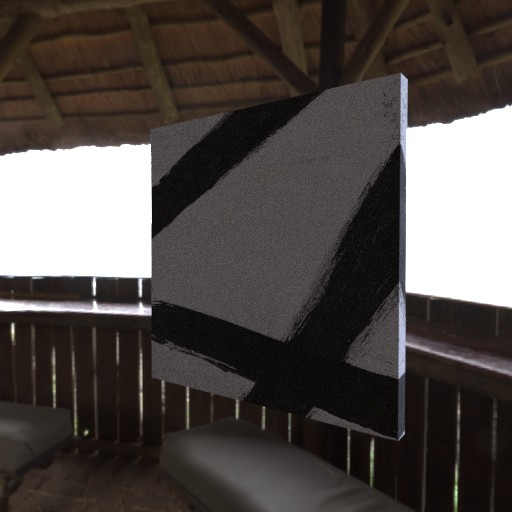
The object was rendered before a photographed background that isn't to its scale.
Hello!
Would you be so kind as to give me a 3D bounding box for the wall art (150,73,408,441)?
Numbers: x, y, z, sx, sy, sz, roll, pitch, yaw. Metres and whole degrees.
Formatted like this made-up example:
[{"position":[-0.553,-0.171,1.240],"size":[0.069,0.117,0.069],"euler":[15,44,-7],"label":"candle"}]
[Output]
[{"position":[0.000,0.000,1.160],"size":[0.765,0.765,0.046],"euler":[1,2,36],"label":"wall art"}]
